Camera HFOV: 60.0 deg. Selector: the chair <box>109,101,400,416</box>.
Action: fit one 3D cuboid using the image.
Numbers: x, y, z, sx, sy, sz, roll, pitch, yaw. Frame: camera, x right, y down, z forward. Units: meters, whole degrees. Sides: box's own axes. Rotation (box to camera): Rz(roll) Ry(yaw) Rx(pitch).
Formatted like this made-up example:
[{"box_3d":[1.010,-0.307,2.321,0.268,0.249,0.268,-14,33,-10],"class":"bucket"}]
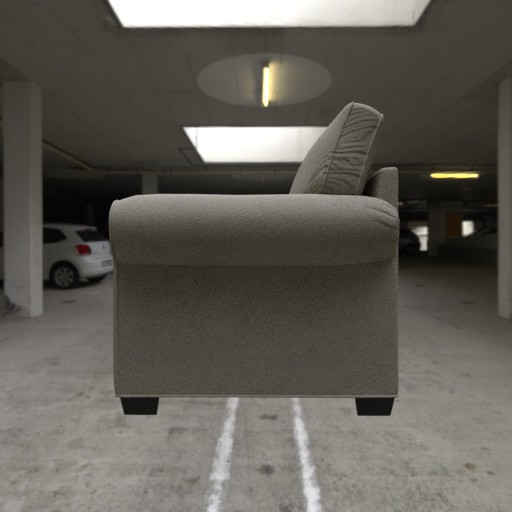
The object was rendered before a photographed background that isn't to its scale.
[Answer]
[{"box_3d":[0.000,0.000,1.913,0.939,1.044,1.147,0,0,1],"class":"chair"}]
